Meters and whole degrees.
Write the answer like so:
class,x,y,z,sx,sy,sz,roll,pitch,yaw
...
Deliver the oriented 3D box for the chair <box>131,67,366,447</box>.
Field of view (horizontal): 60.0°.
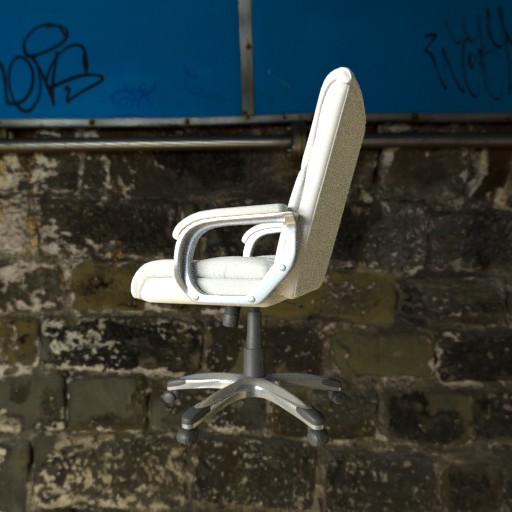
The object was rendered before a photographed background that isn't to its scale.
class,x,y,z,sx,sy,sz,roll,pitch,yaw
chair,0.000,0.000,1.583,0.738,1.120,0.687,0,1,19
